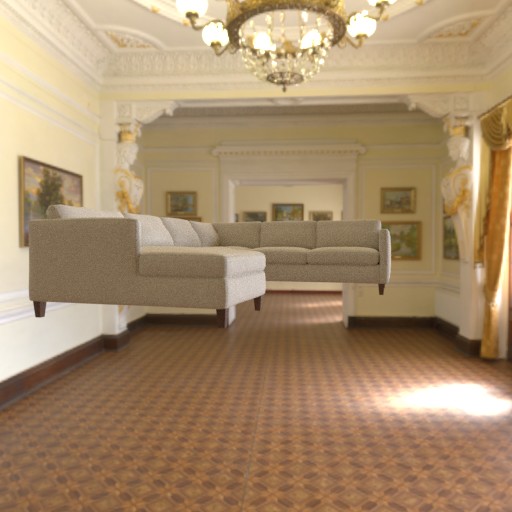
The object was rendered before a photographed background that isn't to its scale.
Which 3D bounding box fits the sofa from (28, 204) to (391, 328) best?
[{"bbox_3d":[0.000,0.000,4.386,2.551,0.853,3.238,0,1,17],"label":"sofa"}]
